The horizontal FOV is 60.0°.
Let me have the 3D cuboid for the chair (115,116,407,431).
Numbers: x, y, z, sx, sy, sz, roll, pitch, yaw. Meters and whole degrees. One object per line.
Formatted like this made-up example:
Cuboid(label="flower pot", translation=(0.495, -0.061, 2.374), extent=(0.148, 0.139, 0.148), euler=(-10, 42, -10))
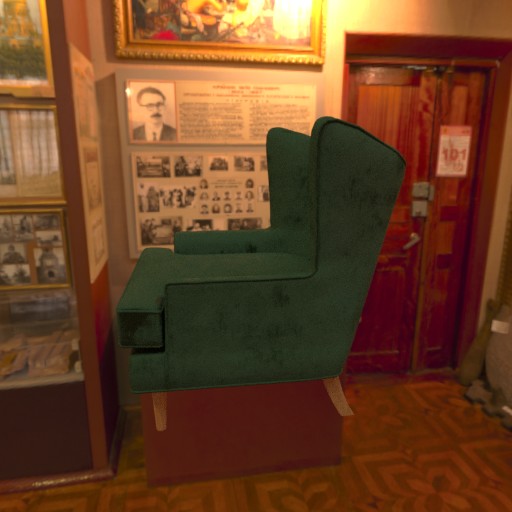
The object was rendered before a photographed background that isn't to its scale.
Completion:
Cuboid(label="chair", translation=(0.000, 0.000, 1.648), extent=(0.910, 0.952, 0.793), euler=(-2, 14, -8))
